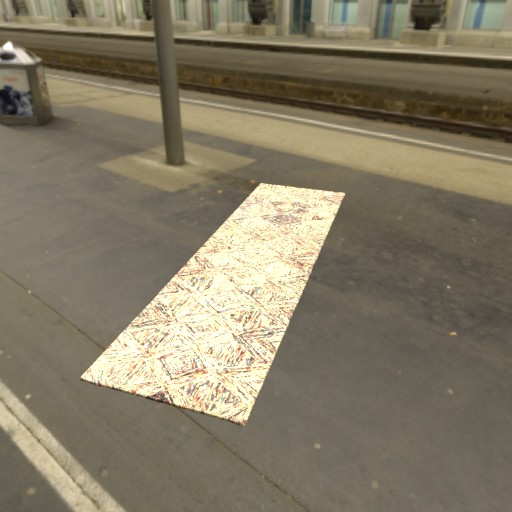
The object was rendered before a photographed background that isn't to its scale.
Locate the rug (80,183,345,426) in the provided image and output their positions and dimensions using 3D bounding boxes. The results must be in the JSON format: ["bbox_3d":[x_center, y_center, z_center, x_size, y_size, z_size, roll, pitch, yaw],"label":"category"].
[{"bbox_3d":[0.000,0.000,2.577,0.688,0.015,2.292,9,31,16],"label":"rug"}]
